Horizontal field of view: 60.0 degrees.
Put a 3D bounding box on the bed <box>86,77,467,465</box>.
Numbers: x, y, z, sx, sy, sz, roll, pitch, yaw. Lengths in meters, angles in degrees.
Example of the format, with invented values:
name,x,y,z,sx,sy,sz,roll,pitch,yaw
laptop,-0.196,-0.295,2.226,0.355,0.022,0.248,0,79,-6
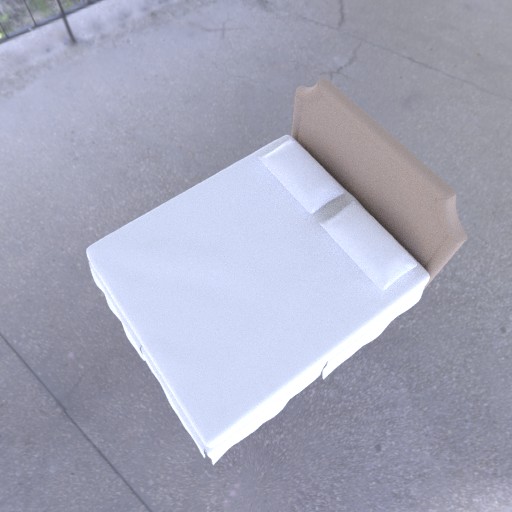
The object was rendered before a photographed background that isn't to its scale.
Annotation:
name,x,y,z,sx,sy,sz,roll,pitch,yaw
bed,0.000,0.000,4.132,2.773,1.590,2.350,-33,67,-16
